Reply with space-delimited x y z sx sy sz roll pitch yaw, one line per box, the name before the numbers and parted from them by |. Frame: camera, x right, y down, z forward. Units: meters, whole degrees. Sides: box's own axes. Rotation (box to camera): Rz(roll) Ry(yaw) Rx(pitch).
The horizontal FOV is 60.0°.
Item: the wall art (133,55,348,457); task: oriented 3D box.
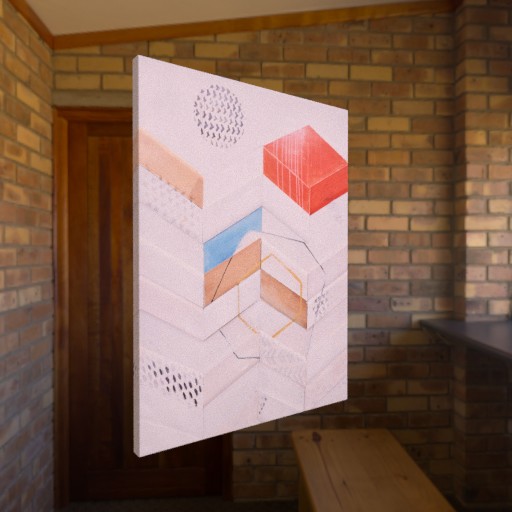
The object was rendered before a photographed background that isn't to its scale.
wall art | 0.000 0.000 1.352 0.759 1.014 0.045 0 1 -35
